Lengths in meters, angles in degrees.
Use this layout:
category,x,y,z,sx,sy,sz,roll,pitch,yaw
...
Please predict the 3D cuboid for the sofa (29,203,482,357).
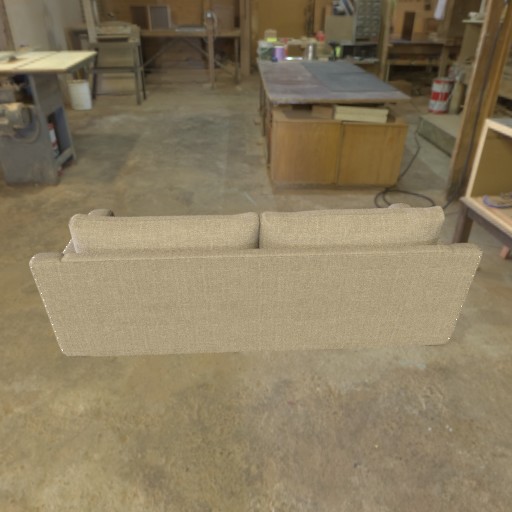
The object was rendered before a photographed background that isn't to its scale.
category,x,y,z,sx,sy,sz,roll,pitch,yaw
sofa,0.000,0.000,2.706,2.208,0.857,1.000,-1,30,-2
